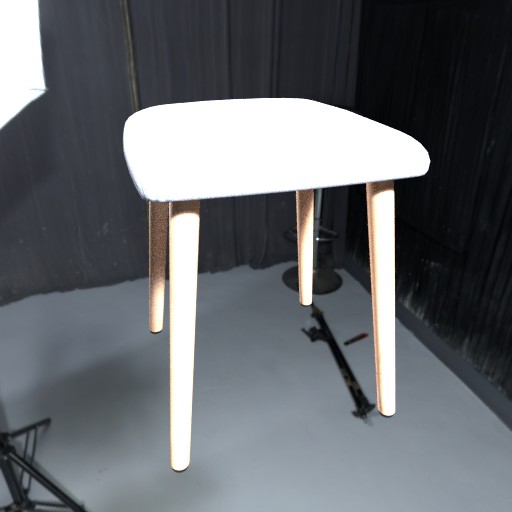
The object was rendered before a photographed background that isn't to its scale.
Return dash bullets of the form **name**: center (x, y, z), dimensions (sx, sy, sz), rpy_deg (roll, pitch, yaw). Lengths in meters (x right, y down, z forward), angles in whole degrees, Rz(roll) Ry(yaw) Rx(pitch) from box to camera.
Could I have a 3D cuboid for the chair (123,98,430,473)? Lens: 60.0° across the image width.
- **chair**: center (0.000, 0.000, 0.686), dimensions (0.350, 0.440, 0.350), rpy_deg (-8, 28, -15)
